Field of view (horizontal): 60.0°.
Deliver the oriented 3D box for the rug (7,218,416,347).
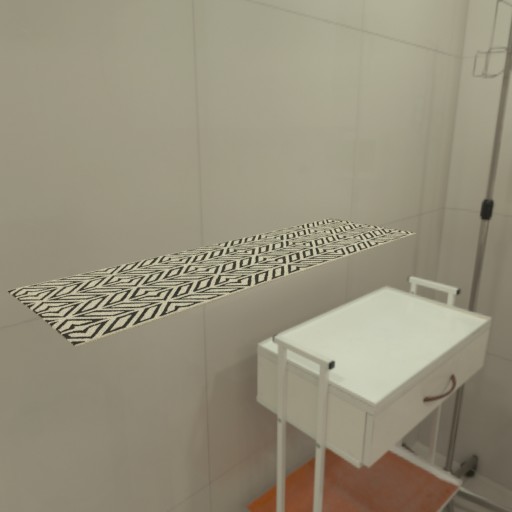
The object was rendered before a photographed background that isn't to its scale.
[{"bbox_3d":[0.000,0.000,2.573,2.435,0.009,0.750,-15,22,-42],"label":"rug"}]
